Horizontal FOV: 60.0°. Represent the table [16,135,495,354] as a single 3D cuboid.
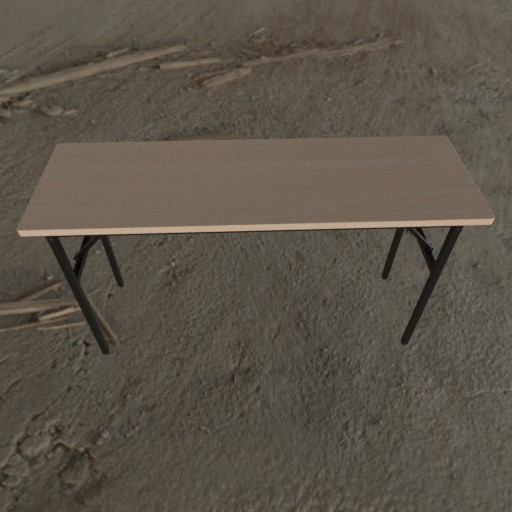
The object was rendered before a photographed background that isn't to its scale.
[{"bbox_3d":[0.000,0.000,1.712,1.397,0.750,0.447,-2,47,-1],"label":"table"}]
